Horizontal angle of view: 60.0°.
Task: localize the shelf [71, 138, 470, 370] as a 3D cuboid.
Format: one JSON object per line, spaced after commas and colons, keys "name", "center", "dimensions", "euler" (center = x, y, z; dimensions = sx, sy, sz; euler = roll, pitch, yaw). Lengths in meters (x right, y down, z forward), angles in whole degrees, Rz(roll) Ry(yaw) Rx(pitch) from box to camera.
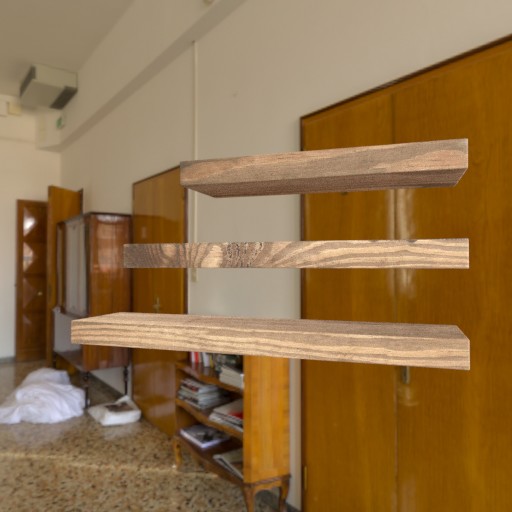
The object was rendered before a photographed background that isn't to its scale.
{"name": "shelf", "center": [0.000, 0.000, 0.719], "dimensions": [0.610, 0.293, 0.140], "euler": [0, -1, 18]}
